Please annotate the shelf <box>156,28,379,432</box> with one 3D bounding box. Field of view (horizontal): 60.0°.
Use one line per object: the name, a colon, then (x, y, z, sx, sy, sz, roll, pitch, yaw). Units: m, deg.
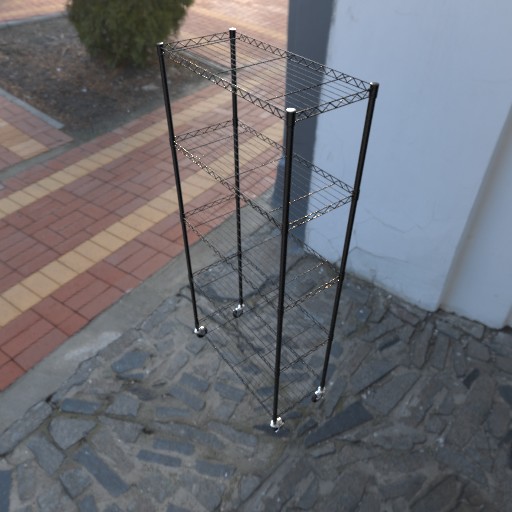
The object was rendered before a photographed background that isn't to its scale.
shelf: (0.000, 0.000, 1.952, 0.356, 1.645, 0.762, -26, 47, -27)
